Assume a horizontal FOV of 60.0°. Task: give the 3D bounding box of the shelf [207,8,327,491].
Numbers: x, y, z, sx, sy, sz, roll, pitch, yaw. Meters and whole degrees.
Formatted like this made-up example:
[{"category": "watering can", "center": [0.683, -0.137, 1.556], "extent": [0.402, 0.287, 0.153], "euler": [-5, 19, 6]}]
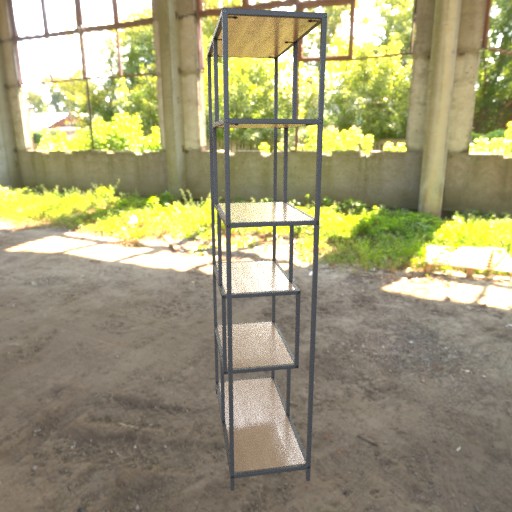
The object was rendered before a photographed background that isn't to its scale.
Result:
[{"category": "shelf", "center": [0.000, 0.000, 2.042], "extent": [0.350, 1.850, 0.770], "euler": [-2, 15, -9]}]
